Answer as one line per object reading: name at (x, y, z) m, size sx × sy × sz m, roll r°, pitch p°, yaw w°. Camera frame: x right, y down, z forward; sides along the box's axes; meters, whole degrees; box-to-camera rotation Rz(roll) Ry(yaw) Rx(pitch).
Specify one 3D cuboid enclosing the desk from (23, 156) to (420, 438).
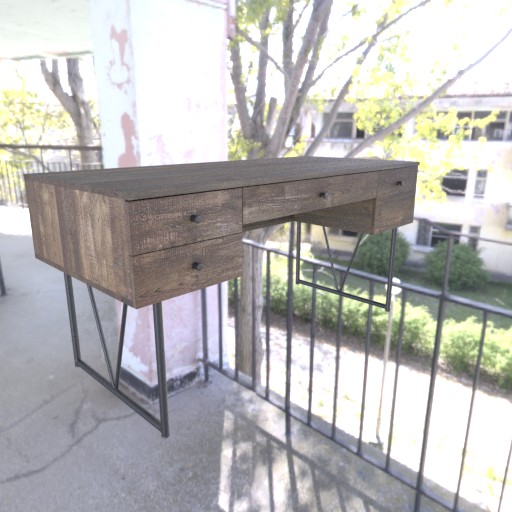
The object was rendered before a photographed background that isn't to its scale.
desk at (0.000, 0.000, 1.971) m, size 0.730 × 0.780 × 1.600 m, roll 15°, pitch 22°, yaw 42°
